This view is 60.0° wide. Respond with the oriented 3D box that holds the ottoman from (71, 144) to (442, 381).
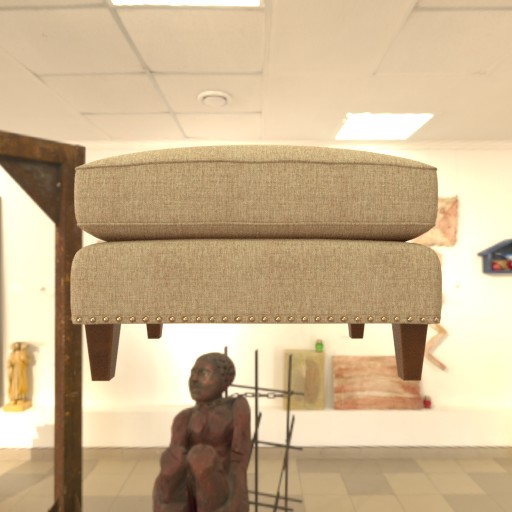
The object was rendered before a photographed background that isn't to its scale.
[{"bbox_3d":[0.000,0.000,1.160,0.741,0.513,0.584,0,0,0],"label":"ottoman"}]
